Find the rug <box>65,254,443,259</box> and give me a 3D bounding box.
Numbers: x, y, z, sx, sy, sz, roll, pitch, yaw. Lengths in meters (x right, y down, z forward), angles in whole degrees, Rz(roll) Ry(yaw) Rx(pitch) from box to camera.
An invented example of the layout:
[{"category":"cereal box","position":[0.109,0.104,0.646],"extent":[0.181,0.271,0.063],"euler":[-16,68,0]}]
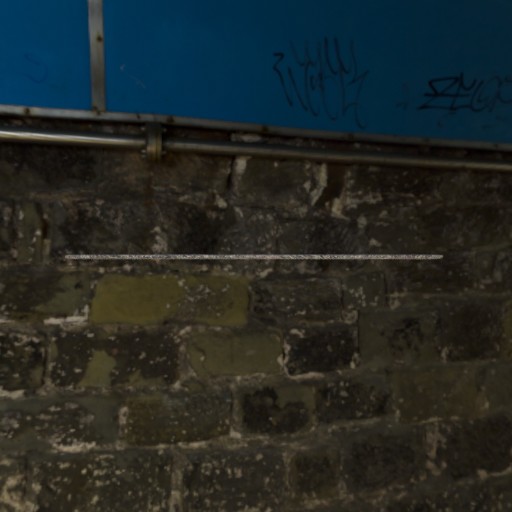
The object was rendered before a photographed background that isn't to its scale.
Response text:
[{"category":"rug","position":[0.000,0.000,2.211],"extent":[1.158,0.013,1.752],"euler":[0,0,0]}]
